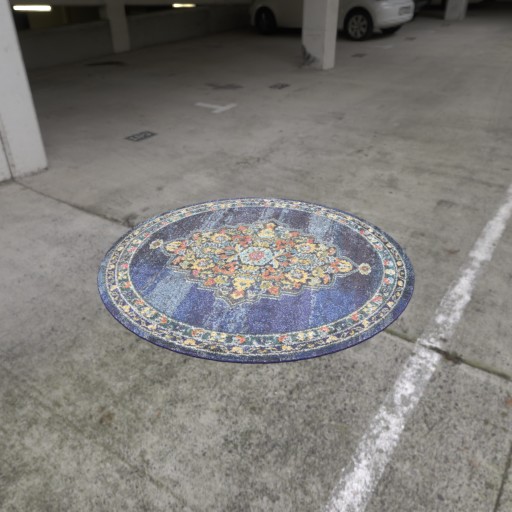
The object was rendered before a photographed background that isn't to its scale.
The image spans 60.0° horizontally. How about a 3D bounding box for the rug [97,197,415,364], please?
[{"bbox_3d":[0.000,0.000,2.326,1.591,0.010,1.591,0,30,0],"label":"rug"}]
